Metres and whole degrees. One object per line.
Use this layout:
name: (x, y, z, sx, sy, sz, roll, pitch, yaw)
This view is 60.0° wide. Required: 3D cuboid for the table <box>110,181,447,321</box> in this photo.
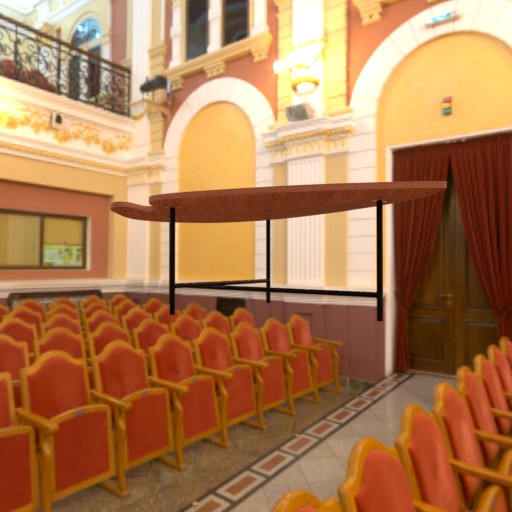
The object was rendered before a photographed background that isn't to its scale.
table: (0.000, 0.000, 1.466, 1.199, 0.360, 0.598, -1, -1, 38)
